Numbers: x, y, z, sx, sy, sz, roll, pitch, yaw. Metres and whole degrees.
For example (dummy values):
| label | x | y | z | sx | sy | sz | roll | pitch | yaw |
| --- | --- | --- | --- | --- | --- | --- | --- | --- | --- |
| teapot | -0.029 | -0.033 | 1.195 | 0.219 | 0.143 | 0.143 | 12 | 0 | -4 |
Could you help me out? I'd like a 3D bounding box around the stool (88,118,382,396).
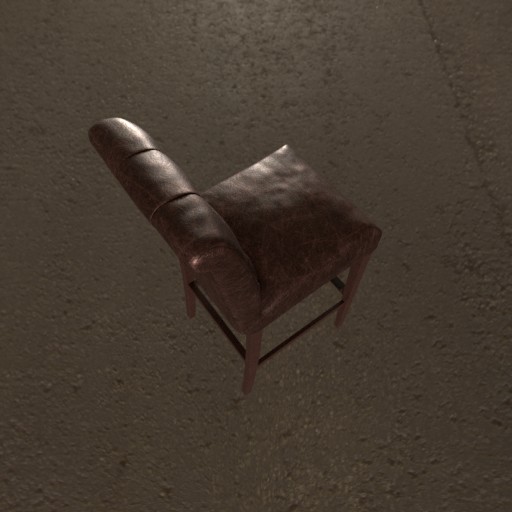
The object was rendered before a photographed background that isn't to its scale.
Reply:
| label | x | y | z | sx | sy | sz | roll | pitch | yaw |
| --- | --- | --- | --- | --- | --- | --- | --- | --- | --- |
| stool | 0.000 | 0.000 | 1.504 | 0.659 | 1.168 | 0.483 | -32 | 63 | -18 |
